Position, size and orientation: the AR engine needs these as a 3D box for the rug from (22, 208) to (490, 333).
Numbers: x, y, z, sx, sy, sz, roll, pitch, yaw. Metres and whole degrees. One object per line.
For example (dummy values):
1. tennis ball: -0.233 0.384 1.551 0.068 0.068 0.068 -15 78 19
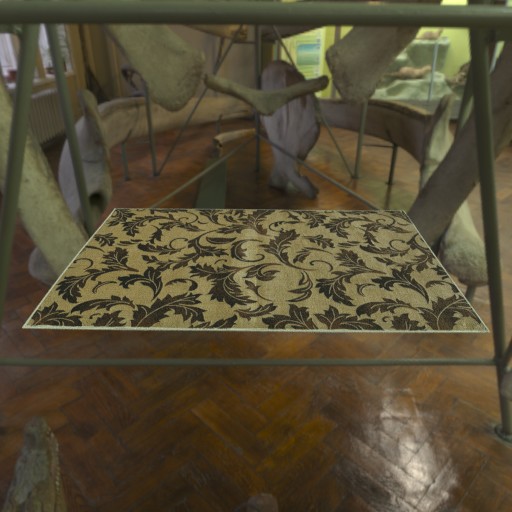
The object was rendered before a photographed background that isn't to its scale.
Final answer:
1. rug: 0.000 0.000 2.810 2.284 0.008 1.522 0 29 1
